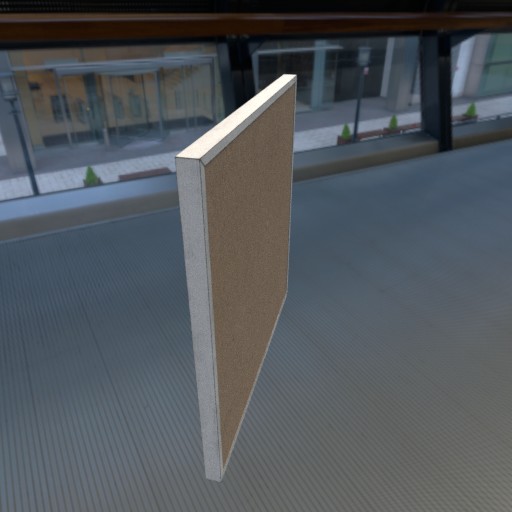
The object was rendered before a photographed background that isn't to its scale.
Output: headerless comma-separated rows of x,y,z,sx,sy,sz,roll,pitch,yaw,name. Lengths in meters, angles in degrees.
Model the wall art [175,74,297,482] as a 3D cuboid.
0.000,0.000,1.139,0.038,0.762,0.762,8,32,13,wall art
